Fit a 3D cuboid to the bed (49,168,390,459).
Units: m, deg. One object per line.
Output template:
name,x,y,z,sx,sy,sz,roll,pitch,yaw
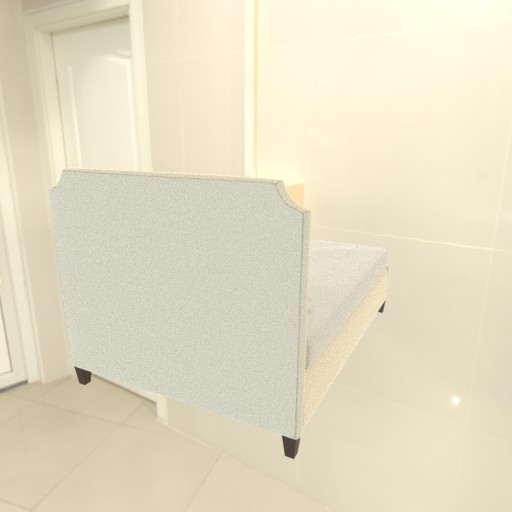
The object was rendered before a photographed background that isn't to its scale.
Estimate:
bed,0.000,0.000,3.512,1.712,1.497,2.372,8,18,26
